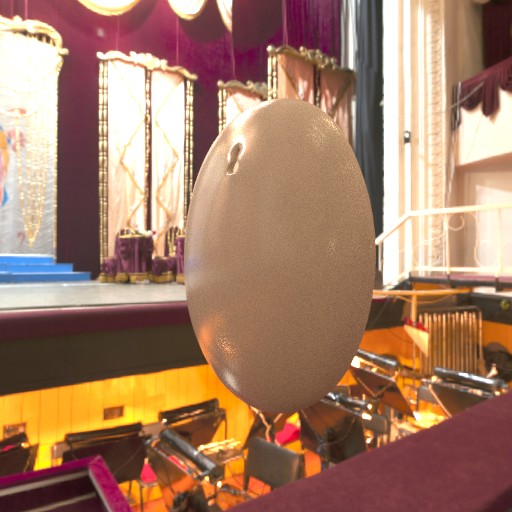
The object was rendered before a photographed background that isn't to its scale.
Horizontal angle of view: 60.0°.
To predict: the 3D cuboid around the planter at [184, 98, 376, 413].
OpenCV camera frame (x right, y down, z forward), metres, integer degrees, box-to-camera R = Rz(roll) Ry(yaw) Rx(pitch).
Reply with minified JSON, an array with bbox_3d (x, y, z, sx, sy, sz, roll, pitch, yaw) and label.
[{"bbox_3d":[0.000,0.000,0.276,0.043,0.188,0.185,0,0,-35],"label":"planter"}]
